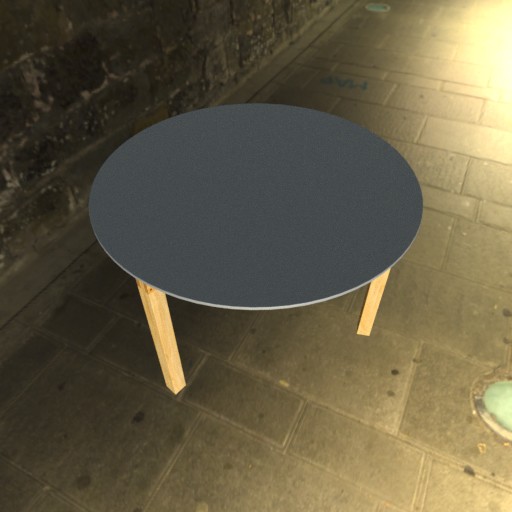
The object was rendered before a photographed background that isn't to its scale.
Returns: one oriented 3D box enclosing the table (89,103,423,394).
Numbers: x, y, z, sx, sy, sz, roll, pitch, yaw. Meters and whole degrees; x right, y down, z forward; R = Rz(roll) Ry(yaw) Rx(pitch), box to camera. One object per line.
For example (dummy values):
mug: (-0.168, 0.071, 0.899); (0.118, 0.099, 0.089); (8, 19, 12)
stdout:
table: (0.000, 0.000, 0.966); (0.600, 0.405, 0.600); (0, 45, 0)
